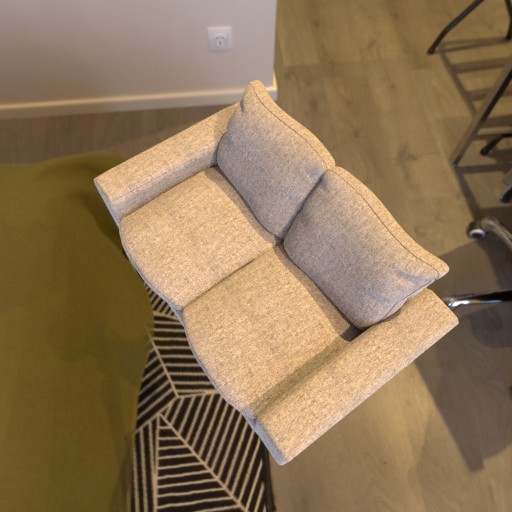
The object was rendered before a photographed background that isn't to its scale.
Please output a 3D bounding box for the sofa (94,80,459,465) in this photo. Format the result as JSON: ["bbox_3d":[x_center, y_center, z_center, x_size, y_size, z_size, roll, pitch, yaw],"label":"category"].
[{"bbox_3d":[0.000,0.000,2.335,1.094,0.877,1.758,-33,68,-15],"label":"sofa"}]
